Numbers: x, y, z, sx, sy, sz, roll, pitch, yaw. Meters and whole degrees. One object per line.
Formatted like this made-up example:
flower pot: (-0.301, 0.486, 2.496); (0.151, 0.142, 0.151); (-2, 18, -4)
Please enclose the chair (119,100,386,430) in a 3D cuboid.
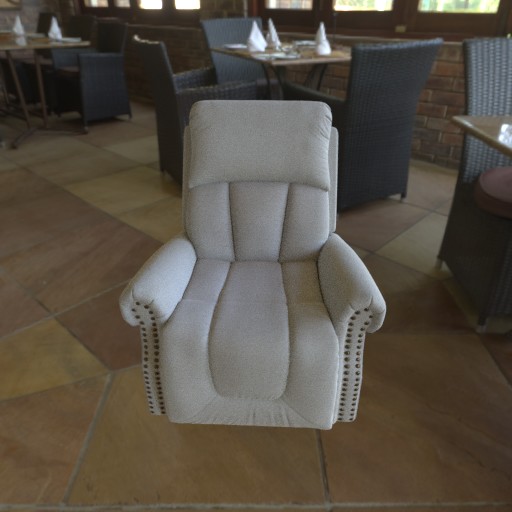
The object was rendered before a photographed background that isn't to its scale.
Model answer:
chair: (0.000, 0.000, 1.753); (0.871, 1.031, 0.979); (1, 30, 2)
